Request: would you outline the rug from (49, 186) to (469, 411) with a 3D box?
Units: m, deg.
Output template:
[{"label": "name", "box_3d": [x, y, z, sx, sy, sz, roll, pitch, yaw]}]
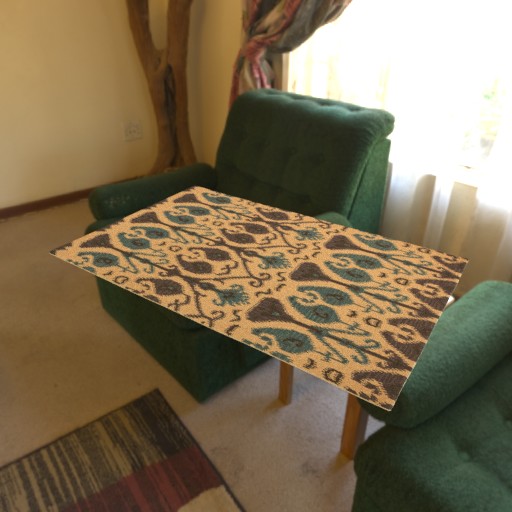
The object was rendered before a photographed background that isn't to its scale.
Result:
[{"label": "rug", "box_3d": [0.000, 0.000, 2.109, 1.698, 0.013, 1.072, 19, 35, 29]}]
